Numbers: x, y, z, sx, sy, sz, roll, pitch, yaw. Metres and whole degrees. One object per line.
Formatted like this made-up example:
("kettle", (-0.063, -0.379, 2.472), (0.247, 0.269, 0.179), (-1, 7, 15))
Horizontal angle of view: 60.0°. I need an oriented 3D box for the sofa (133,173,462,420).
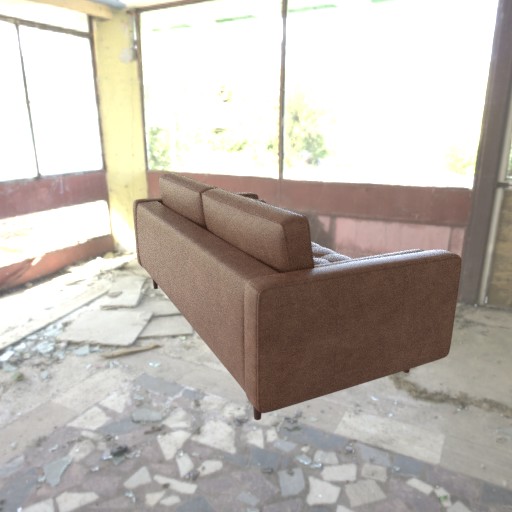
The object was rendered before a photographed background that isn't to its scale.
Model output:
("sofa", (0.000, 0.000, 2.356), (0.910, 0.760, 1.870), (-8, 18, -25))
